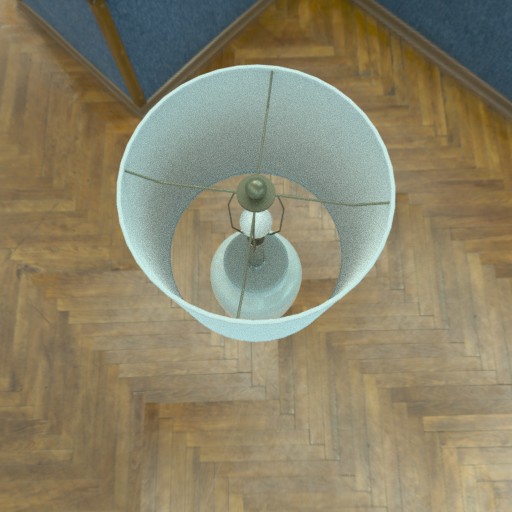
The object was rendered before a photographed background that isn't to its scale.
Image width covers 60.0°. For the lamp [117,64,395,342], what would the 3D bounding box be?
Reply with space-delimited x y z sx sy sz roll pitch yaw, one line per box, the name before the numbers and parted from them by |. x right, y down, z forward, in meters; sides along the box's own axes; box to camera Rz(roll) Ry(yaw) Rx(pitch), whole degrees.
lamp | 0.000 0.000 0.488 0.188 0.392 0.188 -43 80 -10
